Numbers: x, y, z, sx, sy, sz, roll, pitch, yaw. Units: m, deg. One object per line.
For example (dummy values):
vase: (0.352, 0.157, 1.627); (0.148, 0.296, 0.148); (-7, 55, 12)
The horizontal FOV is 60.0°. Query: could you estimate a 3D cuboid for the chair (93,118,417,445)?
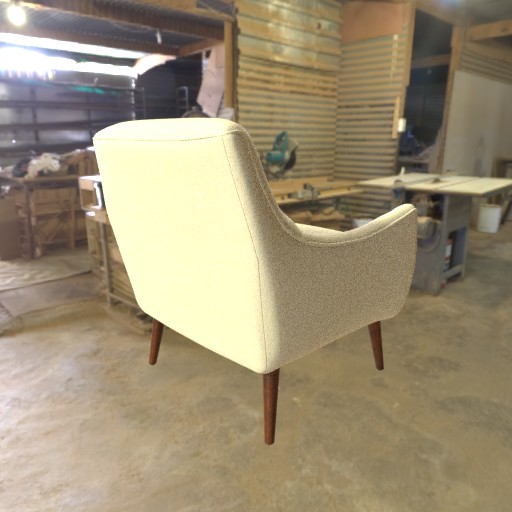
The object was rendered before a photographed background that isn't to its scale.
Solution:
chair: (0.000, 0.000, 1.443); (0.787, 0.838, 0.762); (-14, 21, -42)
